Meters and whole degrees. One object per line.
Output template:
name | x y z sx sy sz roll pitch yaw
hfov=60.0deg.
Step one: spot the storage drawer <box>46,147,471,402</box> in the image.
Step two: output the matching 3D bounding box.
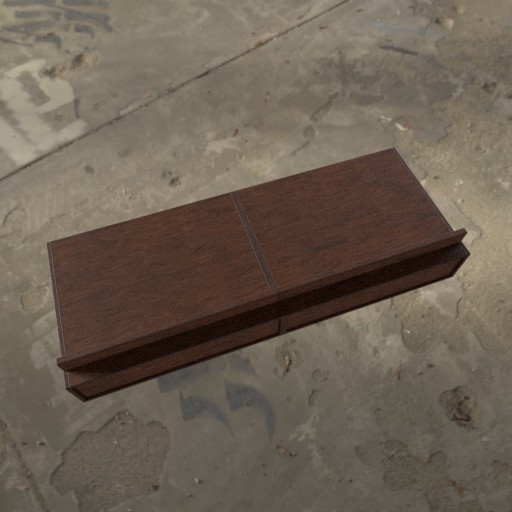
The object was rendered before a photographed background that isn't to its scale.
storage drawer | 0.000 0.000 2.227 1.914 0.339 0.774 -17 60 -10
